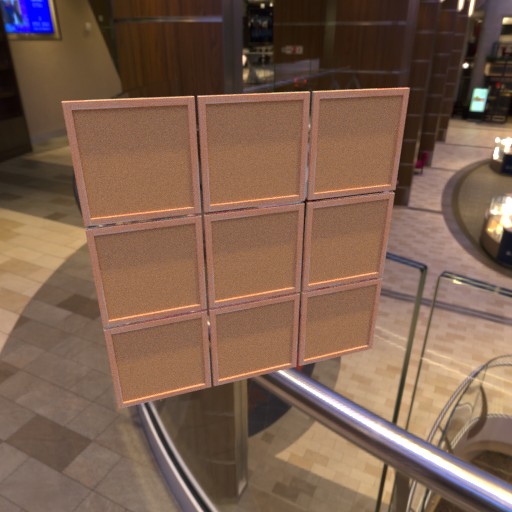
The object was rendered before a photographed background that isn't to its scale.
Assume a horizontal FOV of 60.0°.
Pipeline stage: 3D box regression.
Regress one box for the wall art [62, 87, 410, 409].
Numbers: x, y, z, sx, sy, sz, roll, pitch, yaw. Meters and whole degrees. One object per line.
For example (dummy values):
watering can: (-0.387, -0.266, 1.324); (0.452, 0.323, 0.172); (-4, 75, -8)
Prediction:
wall art: (0.000, 0.000, 1.317); (0.911, 0.910, 0.012); (-9, 28, -17)
